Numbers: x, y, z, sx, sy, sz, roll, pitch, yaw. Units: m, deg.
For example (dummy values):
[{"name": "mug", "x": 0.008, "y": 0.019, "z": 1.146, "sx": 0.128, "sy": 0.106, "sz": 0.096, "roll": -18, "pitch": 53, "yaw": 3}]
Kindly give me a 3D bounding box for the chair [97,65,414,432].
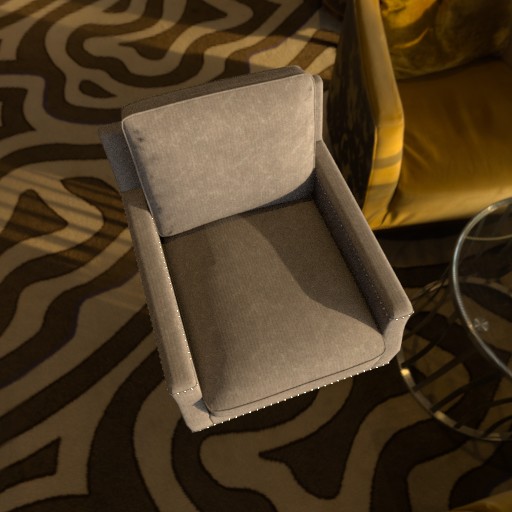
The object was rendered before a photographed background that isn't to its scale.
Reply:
[{"name": "chair", "x": 0.000, "y": 0.000, "z": 1.682, "sx": 0.853, "sy": 0.948, "sz": 1.014, "roll": -17, "pitch": 63, "yaw": -9}]
